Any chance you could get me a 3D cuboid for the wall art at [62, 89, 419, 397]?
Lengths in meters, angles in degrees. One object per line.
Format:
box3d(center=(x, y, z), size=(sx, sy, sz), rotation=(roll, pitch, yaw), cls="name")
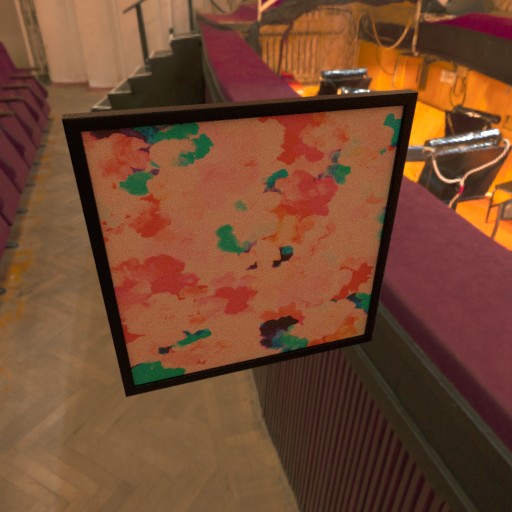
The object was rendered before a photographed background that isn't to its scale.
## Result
box3d(center=(0.000, 0.000, 1.122), size=(0.756, 0.755, 0.036), rotation=(-9, 33, -14), cls="wall art")
